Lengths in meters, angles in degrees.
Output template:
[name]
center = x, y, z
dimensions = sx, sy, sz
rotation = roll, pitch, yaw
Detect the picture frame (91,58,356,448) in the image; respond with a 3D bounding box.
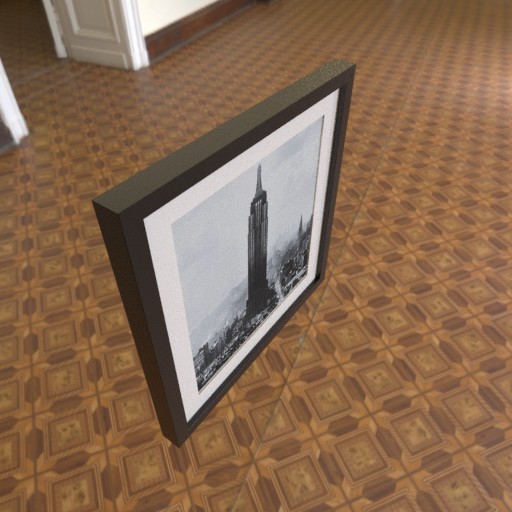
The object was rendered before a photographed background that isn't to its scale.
[picture frame]
center = 0.000, 0.000, 0.529
dimensions = 0.029, 0.353, 0.355
rotation = 26, 48, 26
